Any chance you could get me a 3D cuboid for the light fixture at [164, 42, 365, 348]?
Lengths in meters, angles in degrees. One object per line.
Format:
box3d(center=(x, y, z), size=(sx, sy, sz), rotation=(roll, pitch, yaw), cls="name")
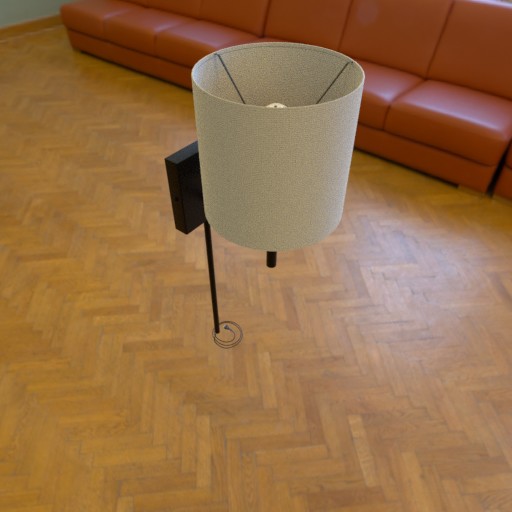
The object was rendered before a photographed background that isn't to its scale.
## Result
box3d(center=(0.000, 0.000, 0.699), size=(0.248, 0.589, 0.188), rotation=(28, 50, 27), cls="light fixture")
